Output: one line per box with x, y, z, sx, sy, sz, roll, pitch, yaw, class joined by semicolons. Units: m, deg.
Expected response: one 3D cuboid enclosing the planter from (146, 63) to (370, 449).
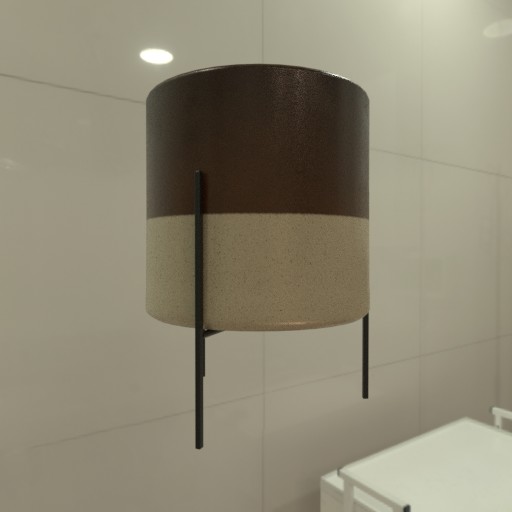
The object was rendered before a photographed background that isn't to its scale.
0.000;0.000;0.704;0.345;0.465;0.354;-1;1;-36;planter
